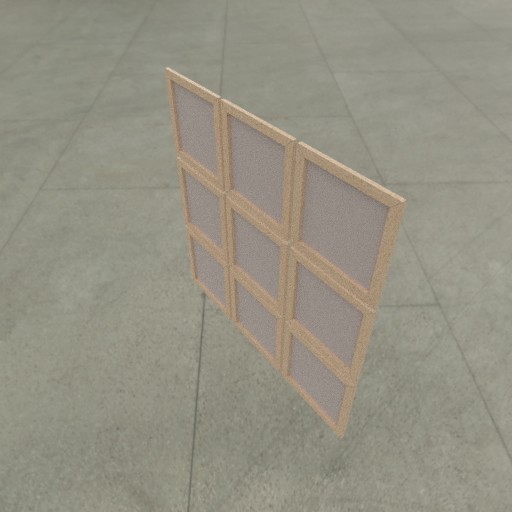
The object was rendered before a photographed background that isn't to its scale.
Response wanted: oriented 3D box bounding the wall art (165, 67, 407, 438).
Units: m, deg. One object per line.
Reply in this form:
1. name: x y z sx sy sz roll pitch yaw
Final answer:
1. wall art: 0.000 0.000 1.397 0.012 0.910 0.917 -27 48 -27
